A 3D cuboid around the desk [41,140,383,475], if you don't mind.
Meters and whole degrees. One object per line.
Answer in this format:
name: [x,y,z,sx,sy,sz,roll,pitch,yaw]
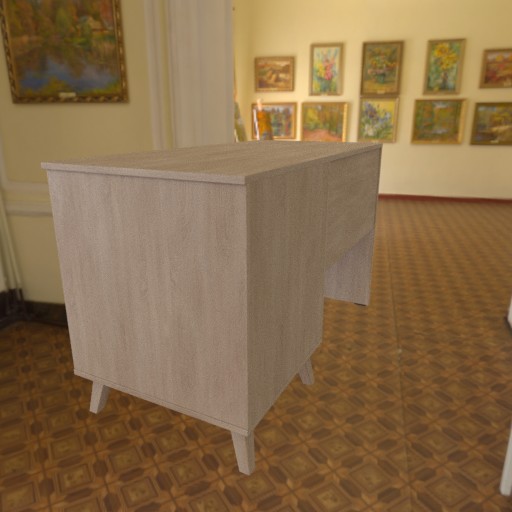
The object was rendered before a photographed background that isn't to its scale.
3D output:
desk: [0.000,0.000,1.653,0.600,0.770,1.251,9,20,26]
